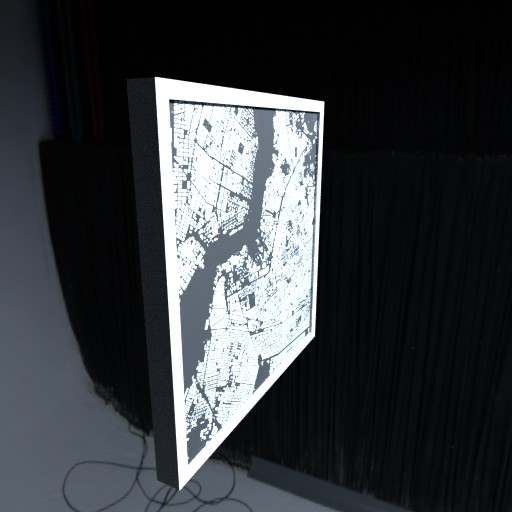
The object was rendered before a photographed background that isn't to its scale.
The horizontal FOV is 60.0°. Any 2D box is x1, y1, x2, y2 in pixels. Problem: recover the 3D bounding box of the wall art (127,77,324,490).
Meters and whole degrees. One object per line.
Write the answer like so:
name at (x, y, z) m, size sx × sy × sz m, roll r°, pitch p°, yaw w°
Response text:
wall art at (0.000, 0.000, 0.735) m, size 0.038 × 0.506 × 0.506 m, roll 8°, pitch 18°, yaw 26°
